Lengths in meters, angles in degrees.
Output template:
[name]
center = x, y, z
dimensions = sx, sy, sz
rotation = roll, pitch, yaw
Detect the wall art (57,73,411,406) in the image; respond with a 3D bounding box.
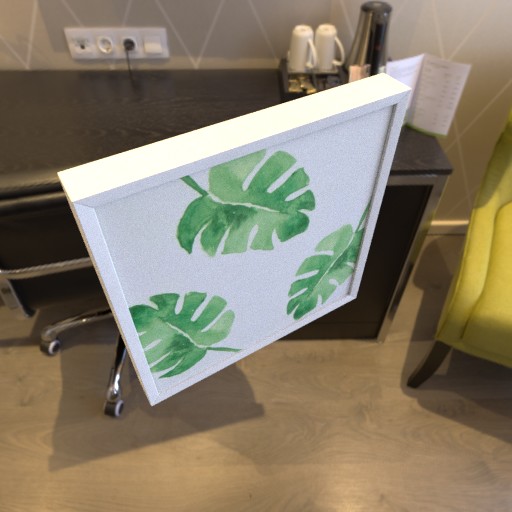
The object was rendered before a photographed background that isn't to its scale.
[wall art]
center = 0.000, 0.000, 0.466
dimensions = 0.305, 0.305, 0.038
rotation = -24, 51, -21
